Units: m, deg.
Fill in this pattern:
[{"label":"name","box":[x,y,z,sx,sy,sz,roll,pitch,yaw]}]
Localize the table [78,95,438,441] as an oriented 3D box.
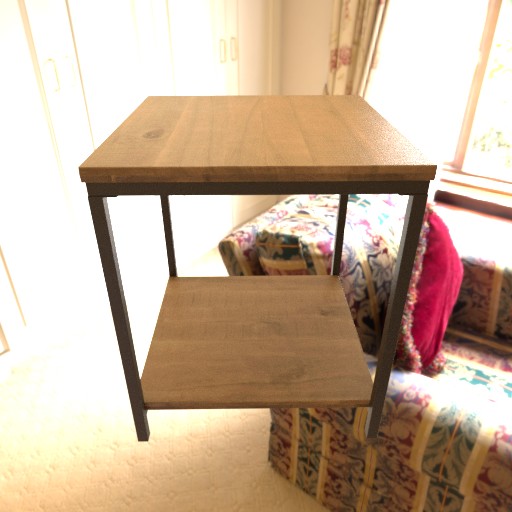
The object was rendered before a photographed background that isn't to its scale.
[{"label":"table","box":[0.000,0.000,0.986,0.503,0.589,0.507,0,30,-1]}]
